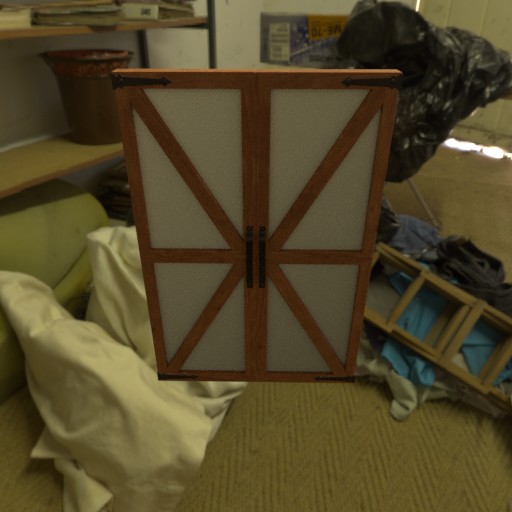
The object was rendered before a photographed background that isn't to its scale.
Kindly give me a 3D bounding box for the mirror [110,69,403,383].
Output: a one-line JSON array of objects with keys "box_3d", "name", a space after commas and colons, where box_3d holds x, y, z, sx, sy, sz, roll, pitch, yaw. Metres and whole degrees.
[{"box_3d": [0.000, 0.000, 0.979, 0.517, 0.761, 0.053, 1, 31, 1], "name": "mirror"}]
